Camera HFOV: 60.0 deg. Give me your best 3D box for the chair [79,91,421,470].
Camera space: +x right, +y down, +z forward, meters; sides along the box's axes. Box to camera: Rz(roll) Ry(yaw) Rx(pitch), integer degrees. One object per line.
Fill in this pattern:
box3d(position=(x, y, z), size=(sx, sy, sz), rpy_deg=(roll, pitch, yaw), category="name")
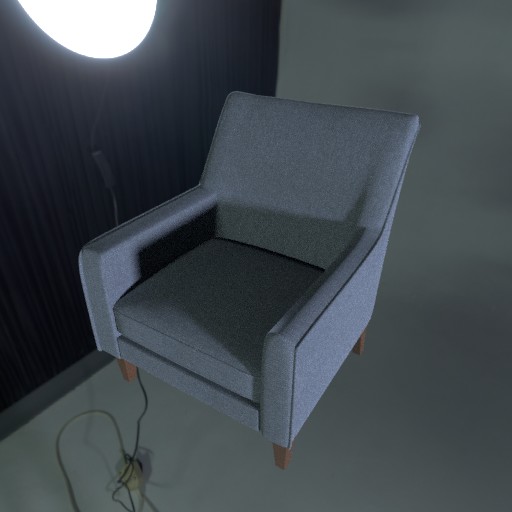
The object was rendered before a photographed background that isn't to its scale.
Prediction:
box3d(position=(0.000, 0.000, 1.574), size=(0.780, 0.919, 0.899), rpy_deg=(18, 35, 27), category="chair")
